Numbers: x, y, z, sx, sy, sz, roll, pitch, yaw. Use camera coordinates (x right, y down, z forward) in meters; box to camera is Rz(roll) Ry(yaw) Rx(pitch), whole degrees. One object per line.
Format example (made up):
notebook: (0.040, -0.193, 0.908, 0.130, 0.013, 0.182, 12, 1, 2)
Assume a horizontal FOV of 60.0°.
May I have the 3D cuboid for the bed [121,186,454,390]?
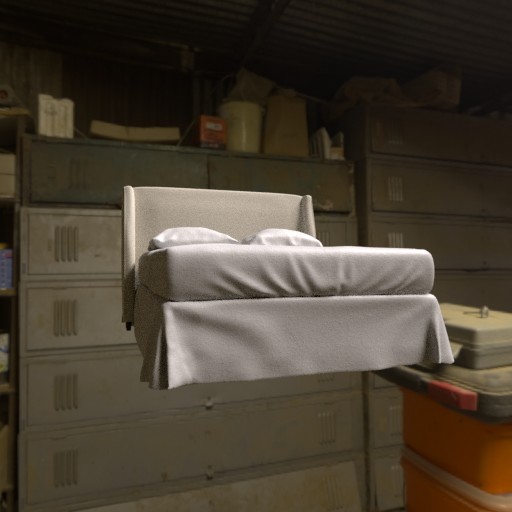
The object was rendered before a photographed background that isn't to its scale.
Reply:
bed: (0.000, 0.000, 3.404, 1.925, 1.332, 2.276, 0, -1, -18)
